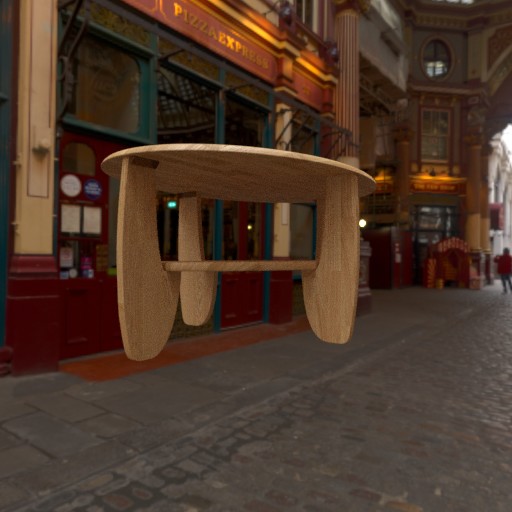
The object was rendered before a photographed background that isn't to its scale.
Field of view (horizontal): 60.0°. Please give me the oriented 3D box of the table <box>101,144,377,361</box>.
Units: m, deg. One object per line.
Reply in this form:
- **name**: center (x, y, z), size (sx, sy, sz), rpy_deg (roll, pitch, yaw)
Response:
- **table**: center (0.000, 0.000, 1.414), size (0.690, 0.490, 1.040), rpy_deg (0, 0, 36)
